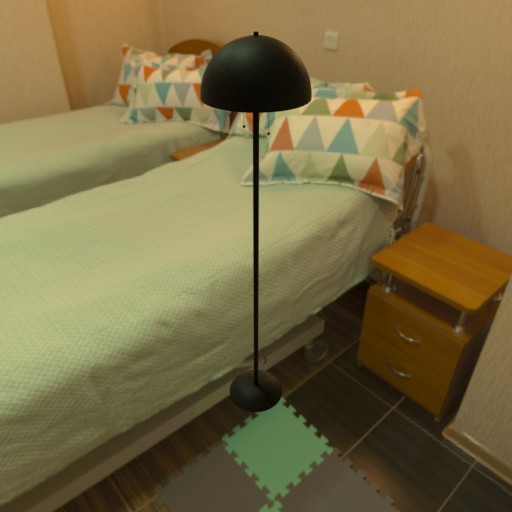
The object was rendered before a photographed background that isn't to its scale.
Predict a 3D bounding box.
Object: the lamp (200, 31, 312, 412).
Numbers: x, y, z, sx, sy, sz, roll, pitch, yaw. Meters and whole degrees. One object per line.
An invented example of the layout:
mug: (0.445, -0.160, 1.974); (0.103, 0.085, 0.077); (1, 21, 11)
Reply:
lamp: (0.000, 0.000, 1.627); (0.328, 1.480, 0.328); (11, 35, 16)
